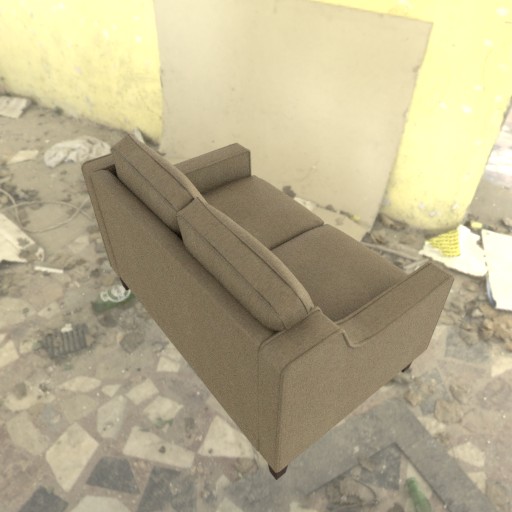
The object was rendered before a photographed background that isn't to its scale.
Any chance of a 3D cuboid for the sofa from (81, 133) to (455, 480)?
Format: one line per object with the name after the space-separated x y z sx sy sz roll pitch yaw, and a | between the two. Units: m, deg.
0.000 0.000 2.141 0.985 0.981 1.503 -27 48 -28 | sofa
